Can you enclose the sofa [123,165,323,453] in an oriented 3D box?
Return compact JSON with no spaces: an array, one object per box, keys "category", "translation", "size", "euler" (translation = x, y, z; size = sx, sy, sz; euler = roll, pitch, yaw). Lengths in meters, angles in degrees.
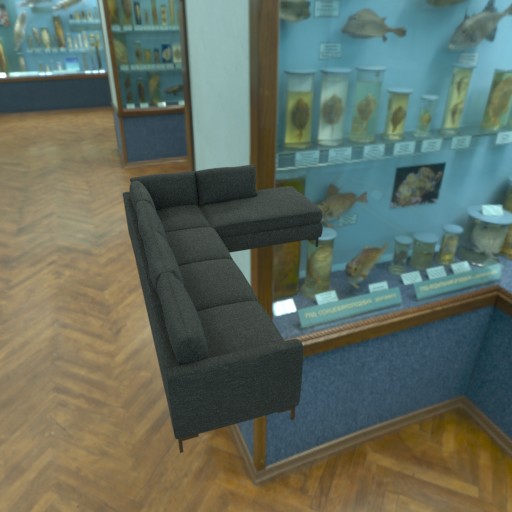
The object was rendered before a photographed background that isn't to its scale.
[{"category":"sofa","translation":[0.000,0.000,3.905],"size":[2.007,0.815,2.949],"euler":[-10,30,-17]}]
